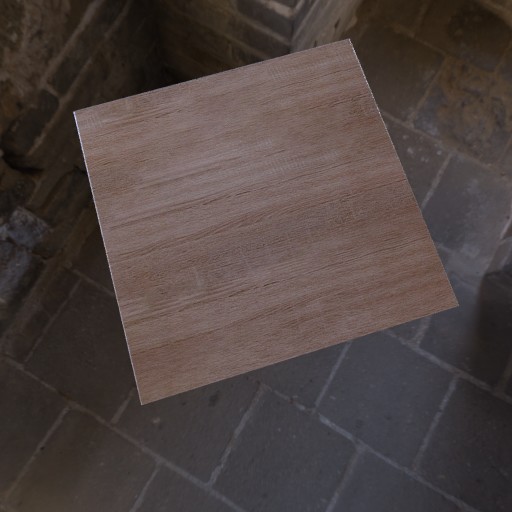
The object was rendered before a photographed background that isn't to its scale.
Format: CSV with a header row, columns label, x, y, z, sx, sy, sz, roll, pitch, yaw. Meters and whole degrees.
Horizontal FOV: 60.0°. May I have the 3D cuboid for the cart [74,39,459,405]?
label,x,y,z,sx,sy,sz,roll,pitch,yaw
cart,0.000,0.000,1.118,0.521,0.762,0.520,-16,77,-4
